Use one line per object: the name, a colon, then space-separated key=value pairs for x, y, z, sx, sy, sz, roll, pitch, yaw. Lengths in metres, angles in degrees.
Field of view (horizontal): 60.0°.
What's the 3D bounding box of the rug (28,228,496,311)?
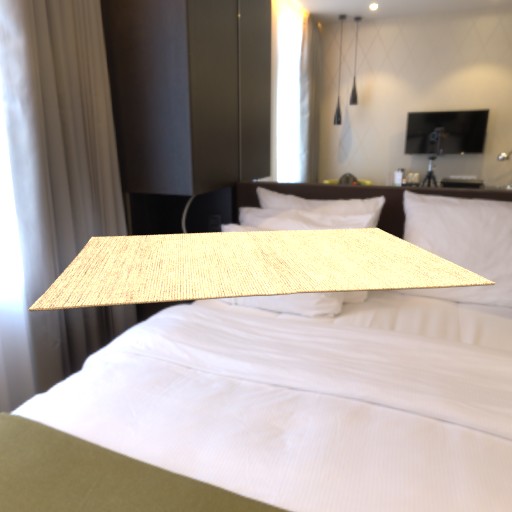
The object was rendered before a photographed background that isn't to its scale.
rug: x=0.000 y=0.000 z=2.187 sx=1.773 sy=0.021 sz=1.149 roll=-2 pitch=15 yaw=-9
